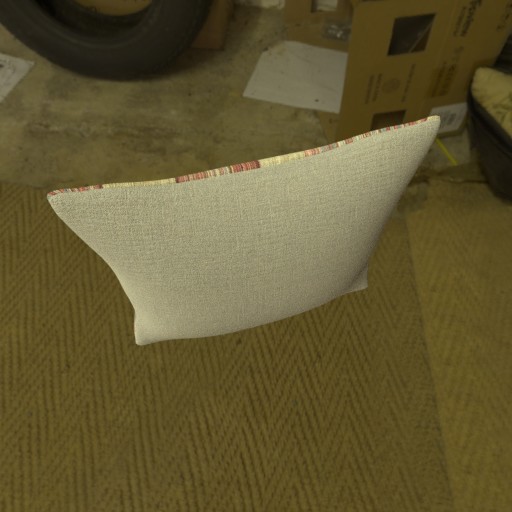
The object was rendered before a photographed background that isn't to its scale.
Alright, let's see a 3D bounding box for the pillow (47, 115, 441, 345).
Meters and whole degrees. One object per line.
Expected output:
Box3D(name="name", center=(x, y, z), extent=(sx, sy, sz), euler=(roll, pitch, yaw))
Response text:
Box3D(name="pillow", center=(0.000, 0.000, 0.640), extent=(0.437, 0.419, 0.136), euler=(-13, 60, -8))
